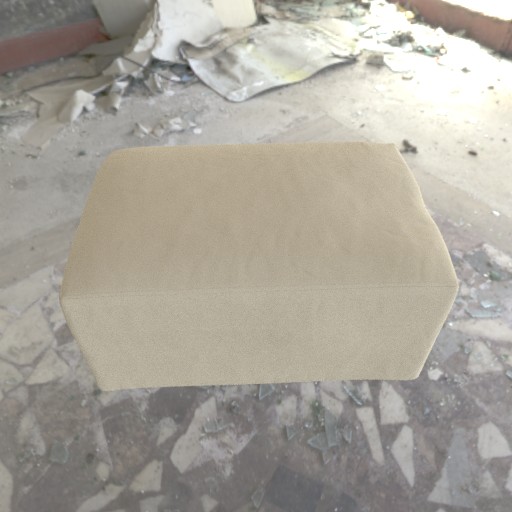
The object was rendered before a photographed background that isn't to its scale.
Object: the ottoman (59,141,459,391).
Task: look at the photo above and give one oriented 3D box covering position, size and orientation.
[{"bbox_3d":[0.000,0.000,1.219,0.872,0.444,0.590,-2,47,-2],"label":"ottoman"}]
